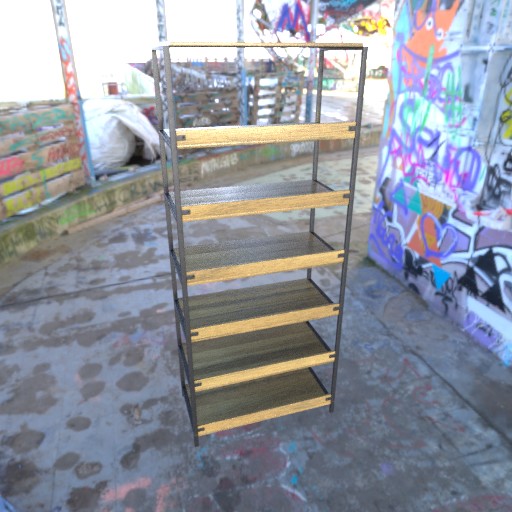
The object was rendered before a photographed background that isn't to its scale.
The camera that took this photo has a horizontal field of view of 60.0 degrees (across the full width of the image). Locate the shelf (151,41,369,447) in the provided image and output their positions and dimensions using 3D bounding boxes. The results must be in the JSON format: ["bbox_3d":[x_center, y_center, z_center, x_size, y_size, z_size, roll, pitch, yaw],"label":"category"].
[{"bbox_3d":[0.000,0.000,2.327,0.847,2.015,0.431,-8,26,-16],"label":"shelf"}]
